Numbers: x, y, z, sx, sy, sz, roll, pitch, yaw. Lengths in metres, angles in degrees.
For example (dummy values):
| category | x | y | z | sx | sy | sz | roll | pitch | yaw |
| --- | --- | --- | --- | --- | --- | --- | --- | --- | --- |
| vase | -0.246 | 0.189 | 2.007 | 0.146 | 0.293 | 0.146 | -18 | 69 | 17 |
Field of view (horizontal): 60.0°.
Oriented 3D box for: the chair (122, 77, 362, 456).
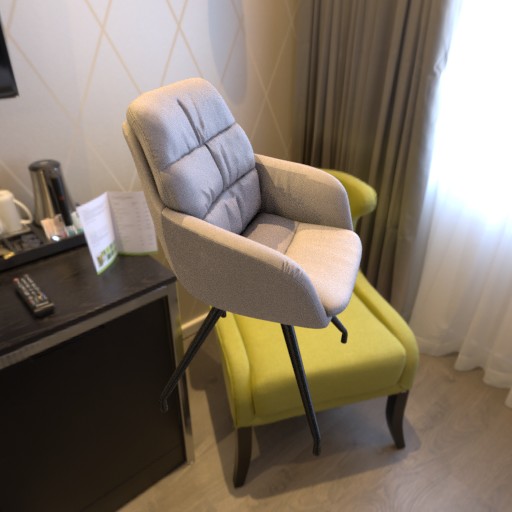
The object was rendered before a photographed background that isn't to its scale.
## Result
| category | x | y | z | sx | sy | sz | roll | pitch | yaw |
| --- | --- | --- | --- | --- | --- | --- | --- | --- | --- |
| chair | 0.000 | 0.000 | 1.254 | 0.569 | 0.888 | 0.579 | 10 | 32 | 16 |
